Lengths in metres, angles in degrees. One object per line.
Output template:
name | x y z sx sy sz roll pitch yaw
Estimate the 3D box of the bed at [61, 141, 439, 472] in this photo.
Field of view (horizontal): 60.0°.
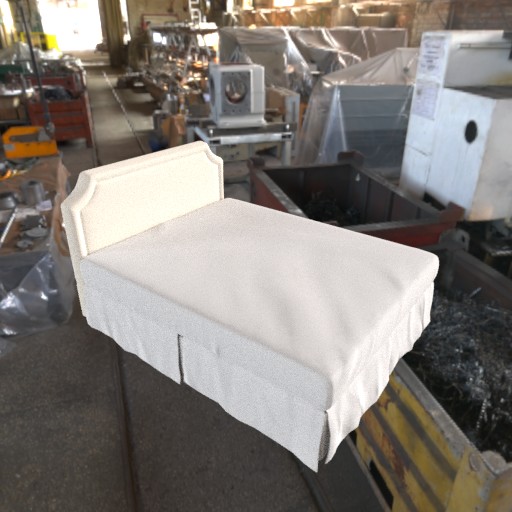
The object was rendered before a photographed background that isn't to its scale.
bed | 0.000 0.000 3.620 2.498 1.293 1.977 19 33 33
